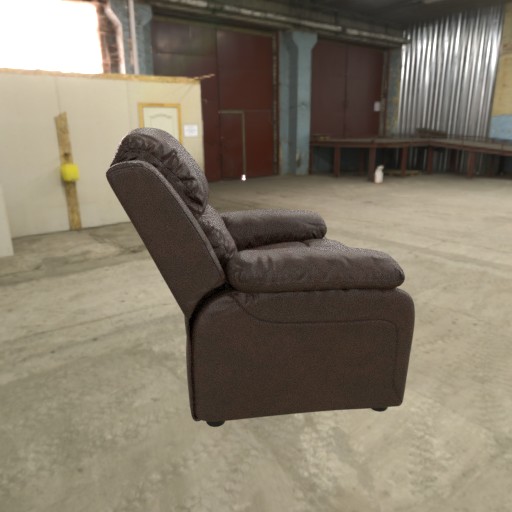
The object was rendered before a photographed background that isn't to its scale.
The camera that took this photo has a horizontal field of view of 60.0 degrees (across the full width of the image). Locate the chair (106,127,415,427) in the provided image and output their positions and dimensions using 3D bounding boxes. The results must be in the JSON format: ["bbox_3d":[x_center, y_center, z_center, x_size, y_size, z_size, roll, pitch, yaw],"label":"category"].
[{"bbox_3d":[0.000,0.000,1.262,0.707,0.702,0.680,-3,16,-10],"label":"chair"}]
